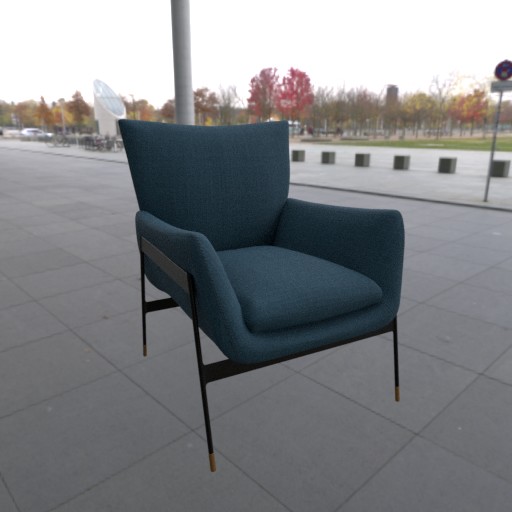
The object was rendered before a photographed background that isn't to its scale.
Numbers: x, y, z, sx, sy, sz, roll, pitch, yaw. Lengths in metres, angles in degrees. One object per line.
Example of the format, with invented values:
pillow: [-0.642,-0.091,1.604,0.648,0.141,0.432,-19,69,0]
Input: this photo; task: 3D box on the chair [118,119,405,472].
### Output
chair: [0.000,0.000,1.444,0.678,0.859,0.769,-8,18,-27]
